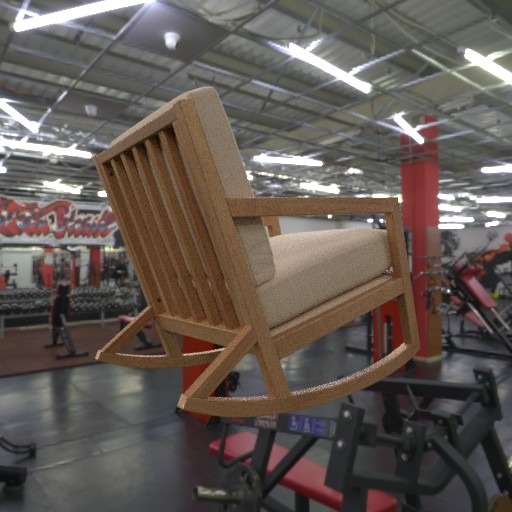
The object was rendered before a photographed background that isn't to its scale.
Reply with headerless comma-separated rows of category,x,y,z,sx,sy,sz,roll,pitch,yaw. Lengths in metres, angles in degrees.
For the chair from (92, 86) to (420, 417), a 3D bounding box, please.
chair,0.000,0.000,1.428,0.857,0.790,0.622,1,-1,-36
